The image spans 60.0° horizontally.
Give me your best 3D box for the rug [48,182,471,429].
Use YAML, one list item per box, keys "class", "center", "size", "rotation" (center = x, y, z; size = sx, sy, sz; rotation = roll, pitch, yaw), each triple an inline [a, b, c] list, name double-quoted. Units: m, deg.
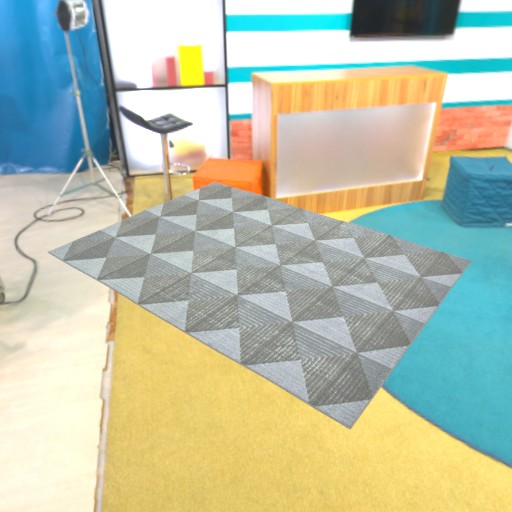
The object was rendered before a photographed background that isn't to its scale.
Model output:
- class: "rug"
  center: [0.000, 0.000, 4.300]
  size: [3.333, 0.027, 2.428]
  rotation: [22, 37, 32]
